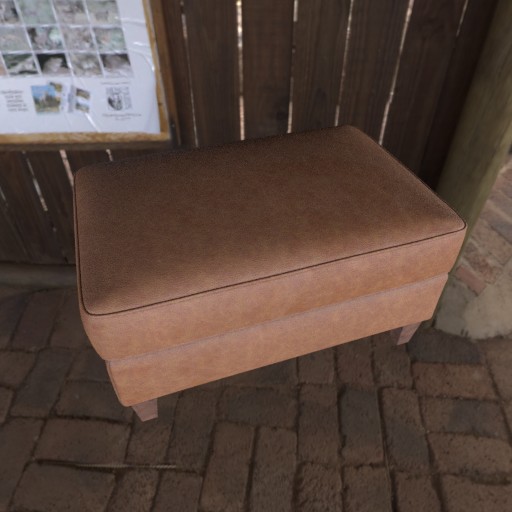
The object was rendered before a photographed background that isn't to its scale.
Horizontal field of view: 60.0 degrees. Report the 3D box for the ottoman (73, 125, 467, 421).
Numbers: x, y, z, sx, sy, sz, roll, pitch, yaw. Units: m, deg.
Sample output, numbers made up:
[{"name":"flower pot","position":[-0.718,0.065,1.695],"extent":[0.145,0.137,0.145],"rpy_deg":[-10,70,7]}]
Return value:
[{"name":"ottoman","position":[0.000,0.000,1.204],"extent":[0.864,0.483,0.584],"rpy_deg":[-13,43,-14]}]
